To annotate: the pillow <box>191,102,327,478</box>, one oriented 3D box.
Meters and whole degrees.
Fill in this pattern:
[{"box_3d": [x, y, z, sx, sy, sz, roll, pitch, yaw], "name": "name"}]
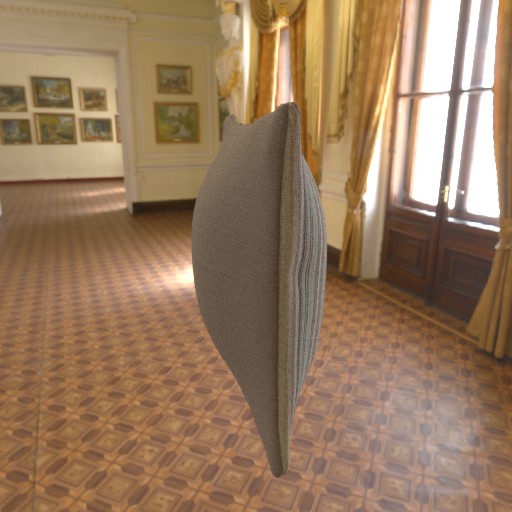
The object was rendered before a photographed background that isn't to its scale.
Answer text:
[{"box_3d": [0.000, 0.000, 0.662, 0.189, 0.416, 0.435, -3, 16, -10], "name": "pillow"}]
